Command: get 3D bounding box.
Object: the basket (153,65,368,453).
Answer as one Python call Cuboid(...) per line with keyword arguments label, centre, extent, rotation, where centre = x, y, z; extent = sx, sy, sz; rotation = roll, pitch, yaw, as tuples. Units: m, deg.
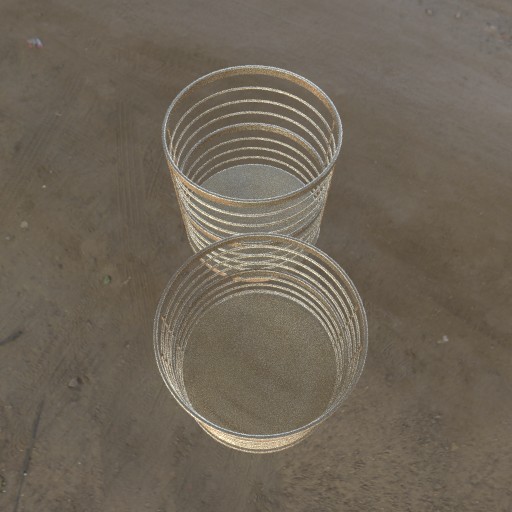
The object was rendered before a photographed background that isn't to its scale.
Cuboid(label="basket", centre=(0.000, 0.000, 0.941), extent=(0.356, 0.351, 0.746), rotation=(-2, 63, -1))
